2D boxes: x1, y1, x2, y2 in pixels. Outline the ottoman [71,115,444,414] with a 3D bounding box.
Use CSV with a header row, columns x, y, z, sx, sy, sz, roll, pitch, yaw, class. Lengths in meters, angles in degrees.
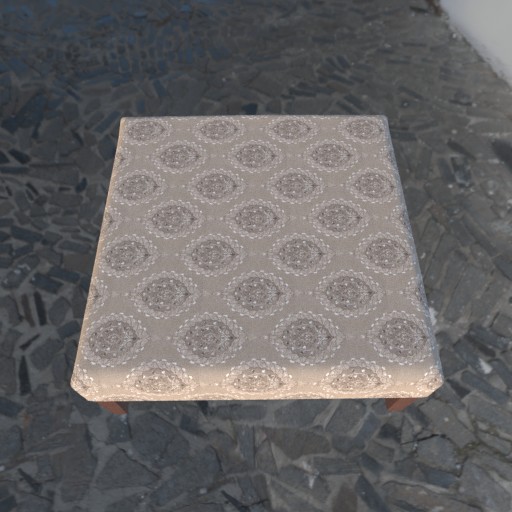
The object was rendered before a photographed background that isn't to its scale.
x,y,z,sx,sy,sz,roll,pitch,yaw,class
0.000,0.000,1.389,0.890,0.411,0.889,-1,60,0,ottoman
